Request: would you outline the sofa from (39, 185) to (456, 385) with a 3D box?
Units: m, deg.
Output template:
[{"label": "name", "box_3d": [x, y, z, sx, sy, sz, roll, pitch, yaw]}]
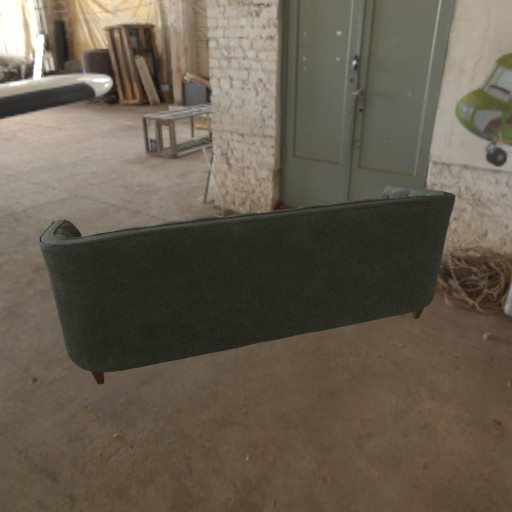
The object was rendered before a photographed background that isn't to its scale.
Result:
[{"label": "sofa", "box_3d": [0.000, 0.000, 2.713, 2.278, 0.855, 0.941, -8, 27, -16]}]
